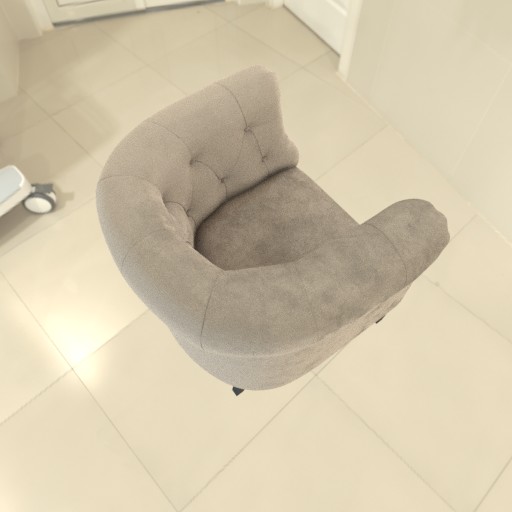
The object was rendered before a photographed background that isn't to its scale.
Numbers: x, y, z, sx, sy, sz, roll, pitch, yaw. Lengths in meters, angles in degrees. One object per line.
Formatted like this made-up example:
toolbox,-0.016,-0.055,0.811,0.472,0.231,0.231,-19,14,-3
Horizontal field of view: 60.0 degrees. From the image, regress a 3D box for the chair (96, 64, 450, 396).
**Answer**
chair,0.000,0.000,1.536,0.851,0.826,0.904,-32,64,-18
